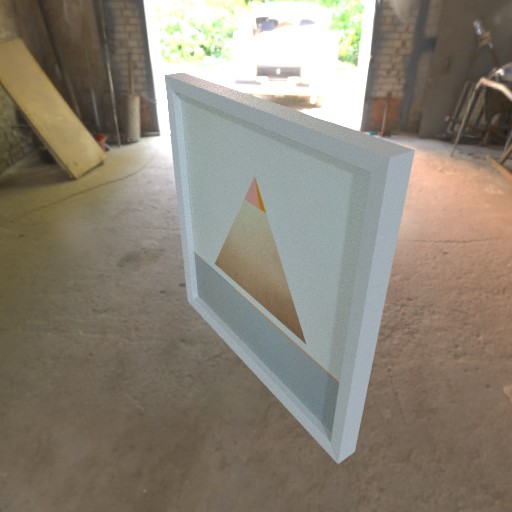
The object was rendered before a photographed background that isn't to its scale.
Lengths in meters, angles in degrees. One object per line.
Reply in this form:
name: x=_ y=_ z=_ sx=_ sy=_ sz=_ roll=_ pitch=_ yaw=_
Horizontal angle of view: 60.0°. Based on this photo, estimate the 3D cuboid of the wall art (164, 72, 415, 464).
wall art: x=0.000 y=0.000 z=1.912 sx=0.098 sy=1.291 sz=1.289 roll=-21 pitch=38 yaw=-29
